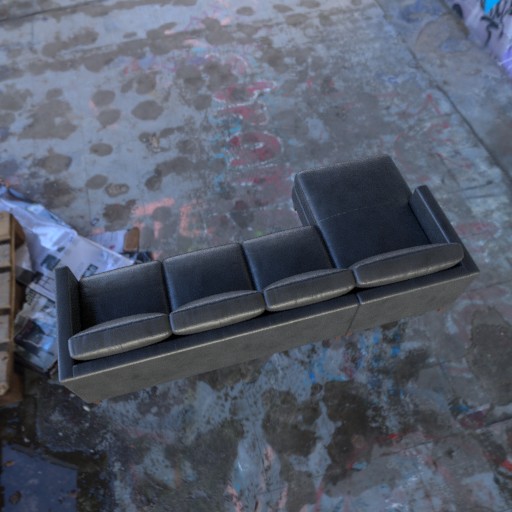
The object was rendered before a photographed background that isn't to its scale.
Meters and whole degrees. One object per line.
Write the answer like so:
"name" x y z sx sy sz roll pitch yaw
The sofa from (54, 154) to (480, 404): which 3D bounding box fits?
"sofa" 0.000 0.000 3.860 3.203 0.883 1.581 -13 59 -8
